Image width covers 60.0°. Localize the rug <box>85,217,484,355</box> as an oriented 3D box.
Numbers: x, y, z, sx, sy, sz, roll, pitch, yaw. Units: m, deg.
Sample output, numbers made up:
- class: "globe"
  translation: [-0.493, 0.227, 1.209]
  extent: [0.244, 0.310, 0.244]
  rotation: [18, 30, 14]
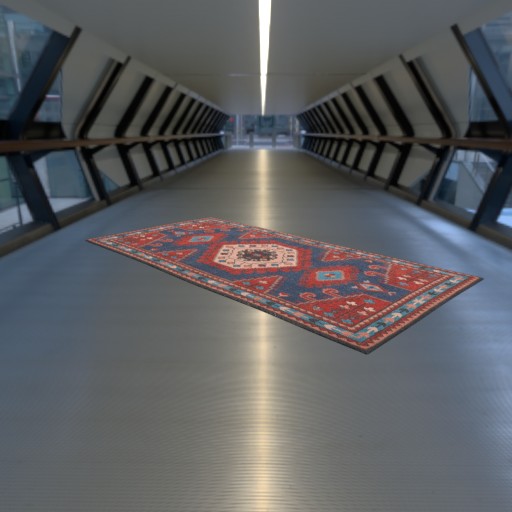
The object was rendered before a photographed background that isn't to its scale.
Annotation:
- class: "rug"
  translation: [0.000, 0.000, 3.641]
  extent: [1.522, 0.034, 3.032]
  rotation: [-16, 23, -42]
